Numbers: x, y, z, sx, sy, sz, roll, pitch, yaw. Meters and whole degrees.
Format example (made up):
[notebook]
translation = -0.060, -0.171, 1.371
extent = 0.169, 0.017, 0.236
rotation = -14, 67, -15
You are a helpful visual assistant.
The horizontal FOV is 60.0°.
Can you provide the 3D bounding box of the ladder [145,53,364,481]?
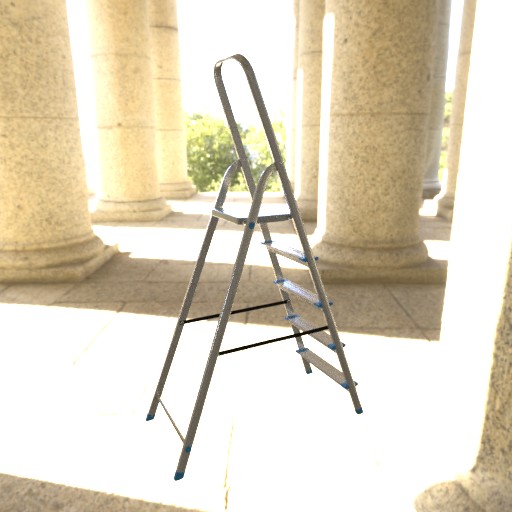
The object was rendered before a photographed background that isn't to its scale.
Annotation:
[ladder]
translation = 0.000, 0.000, 1.998
extent = 0.990, 1.648, 0.468
rotation = -8, 17, -27
